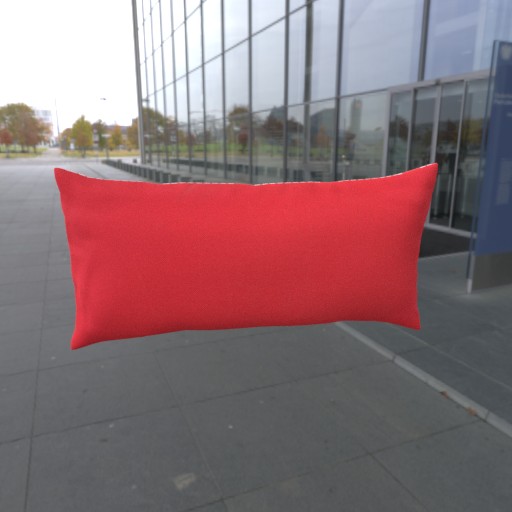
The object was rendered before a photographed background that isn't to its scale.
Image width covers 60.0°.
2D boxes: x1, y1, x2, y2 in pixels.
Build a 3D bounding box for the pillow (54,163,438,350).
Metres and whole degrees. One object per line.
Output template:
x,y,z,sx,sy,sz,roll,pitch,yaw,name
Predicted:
0.000,0.000,0.731,0.608,0.297,0.151,-2,14,-8,pillow
